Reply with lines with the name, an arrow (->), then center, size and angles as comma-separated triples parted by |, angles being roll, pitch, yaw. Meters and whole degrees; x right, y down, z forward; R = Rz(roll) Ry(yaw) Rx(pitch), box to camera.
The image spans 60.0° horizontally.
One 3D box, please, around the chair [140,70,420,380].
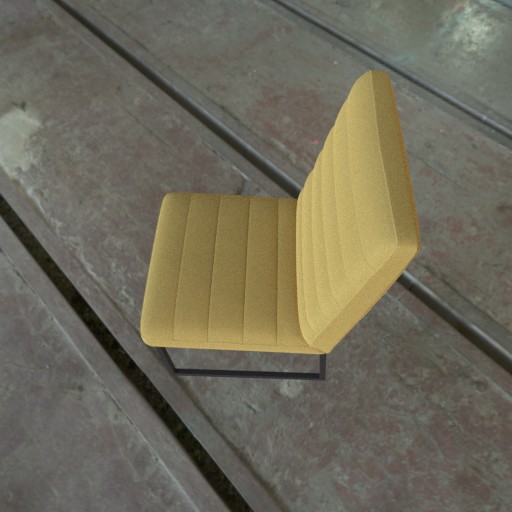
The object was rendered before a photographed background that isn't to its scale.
chair -> 0.000, 0.000, 1.313 | 0.634, 0.930, 0.520 | 2, 59, 1
